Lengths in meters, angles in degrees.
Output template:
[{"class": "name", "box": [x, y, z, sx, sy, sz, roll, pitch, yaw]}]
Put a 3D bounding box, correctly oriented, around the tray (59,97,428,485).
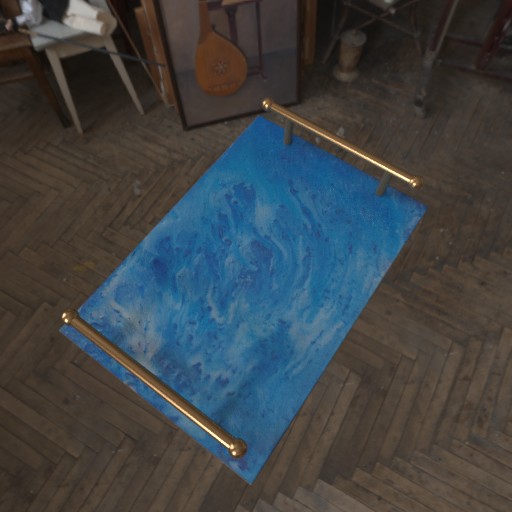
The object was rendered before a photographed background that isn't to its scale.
[{"class": "tray", "box": [0.000, 0.000, 0.582, 0.304, 0.084, 0.444, 33, 69, 15]}]
